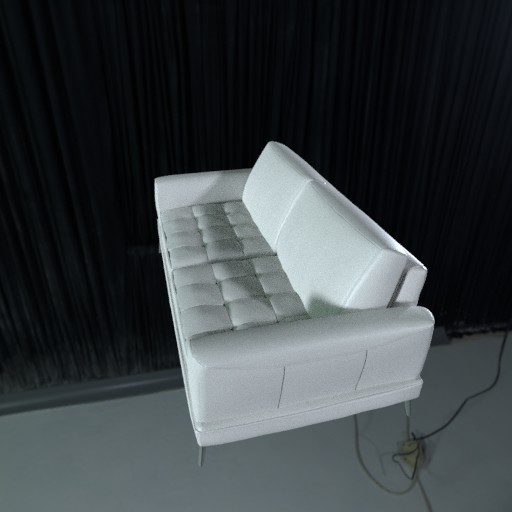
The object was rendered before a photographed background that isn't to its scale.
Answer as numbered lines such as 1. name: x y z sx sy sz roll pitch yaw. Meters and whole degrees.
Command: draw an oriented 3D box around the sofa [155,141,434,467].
1. sofa: 0.000 0.000 2.729 1.121 0.930 2.177 -8 31 -13
